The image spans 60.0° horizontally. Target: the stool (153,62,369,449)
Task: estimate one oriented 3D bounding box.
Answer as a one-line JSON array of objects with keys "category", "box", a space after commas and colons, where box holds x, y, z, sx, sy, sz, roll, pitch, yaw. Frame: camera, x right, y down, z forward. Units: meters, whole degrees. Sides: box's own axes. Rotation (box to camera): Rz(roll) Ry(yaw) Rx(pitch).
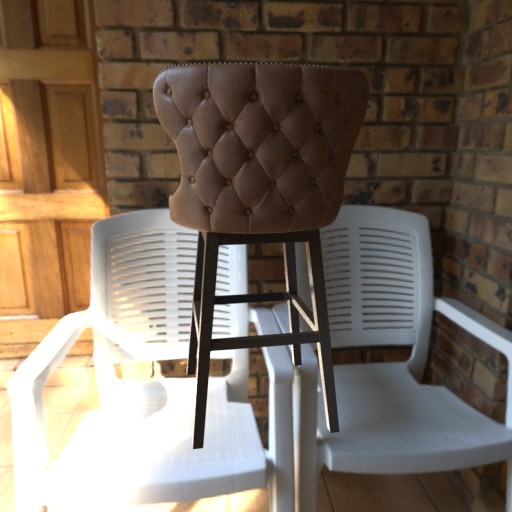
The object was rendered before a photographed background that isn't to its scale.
[{"category": "stool", "box": [0.000, 0.000, 1.445, 0.591, 1.087, 0.606, -3, 14, -10]}]
